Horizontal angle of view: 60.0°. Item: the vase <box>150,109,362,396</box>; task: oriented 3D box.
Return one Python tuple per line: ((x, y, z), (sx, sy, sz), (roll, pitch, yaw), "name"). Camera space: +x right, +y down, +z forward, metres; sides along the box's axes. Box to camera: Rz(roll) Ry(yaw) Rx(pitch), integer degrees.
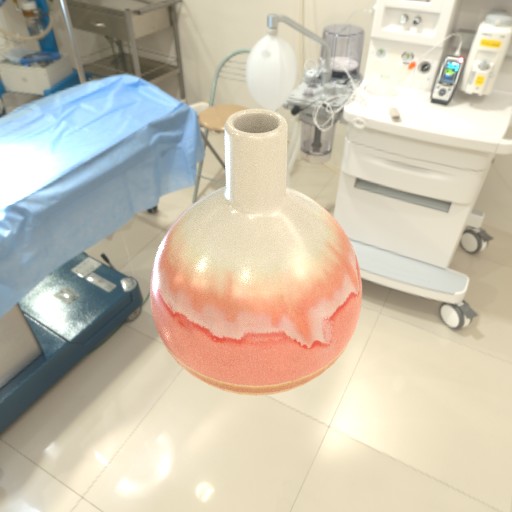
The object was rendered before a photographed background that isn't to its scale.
((0.000, 0.000, 0.273), (0.137, 0.176, 0.137), (0, 43, 0), "vase")
